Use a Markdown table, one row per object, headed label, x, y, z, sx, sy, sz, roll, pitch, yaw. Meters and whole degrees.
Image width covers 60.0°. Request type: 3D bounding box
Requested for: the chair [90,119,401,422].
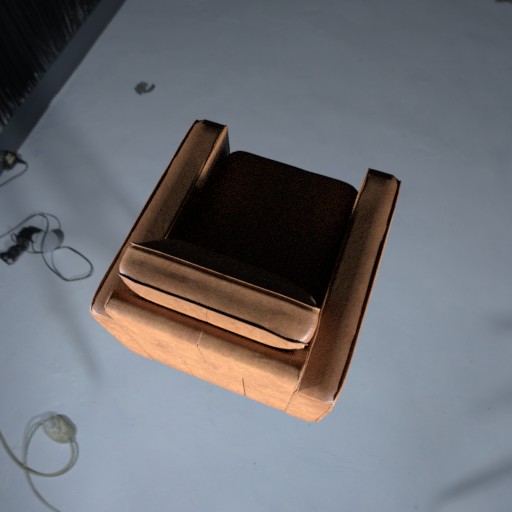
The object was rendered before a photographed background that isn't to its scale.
| label | x | y | z | sx | sy | sz | roll | pitch | yaw |
| --- | --- | --- | --- | --- | --- | --- | --- | --- | --- |
| chair | 0.000 | 0.000 | 1.839 | 0.987 | 0.901 | 1.027 | 16 | 65 | 8 |
